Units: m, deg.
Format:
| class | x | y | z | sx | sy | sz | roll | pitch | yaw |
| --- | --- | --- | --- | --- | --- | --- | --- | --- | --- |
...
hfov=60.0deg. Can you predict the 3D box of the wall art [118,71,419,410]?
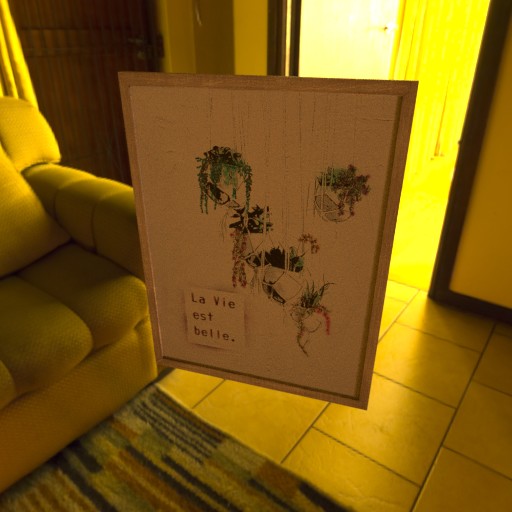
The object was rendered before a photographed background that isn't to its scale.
| class | x | y | z | sx | sy | sz | roll | pitch | yaw |
| --- | --- | --- | --- | --- | --- | --- | --- | --- | --- |
| wall art | 0.000 | 0.000 | 1.351 | 0.781 | 1.022 | 0.035 | 8 | 28 | 15 |
